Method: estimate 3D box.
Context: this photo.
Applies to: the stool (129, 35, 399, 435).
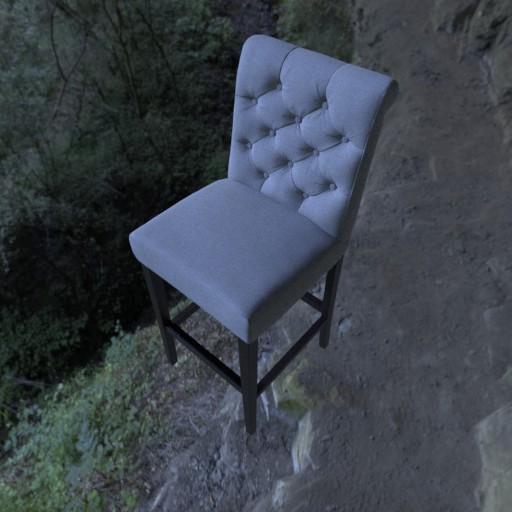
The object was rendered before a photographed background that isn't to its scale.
[{"bbox_3d":[0.000,0.000,1.447,0.493,1.140,0.601,33,55,27],"label":"stool"}]
